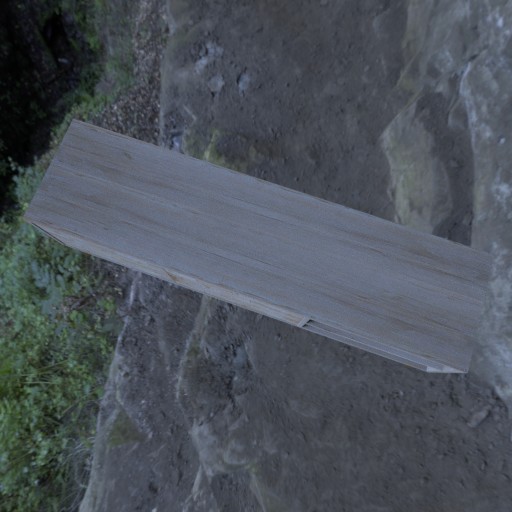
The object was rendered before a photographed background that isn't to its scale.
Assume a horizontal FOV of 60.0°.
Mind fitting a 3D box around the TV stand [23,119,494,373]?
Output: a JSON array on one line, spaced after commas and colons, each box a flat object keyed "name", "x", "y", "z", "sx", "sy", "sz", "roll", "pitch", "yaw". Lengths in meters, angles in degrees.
[{"name": "TV stand", "x": 0.000, "y": 0.000, "z": 1.816, "sx": 1.600, "sy": 0.550, "sz": 0.420, "roll": 19, "pitch": 76, "yaw": 5}]
